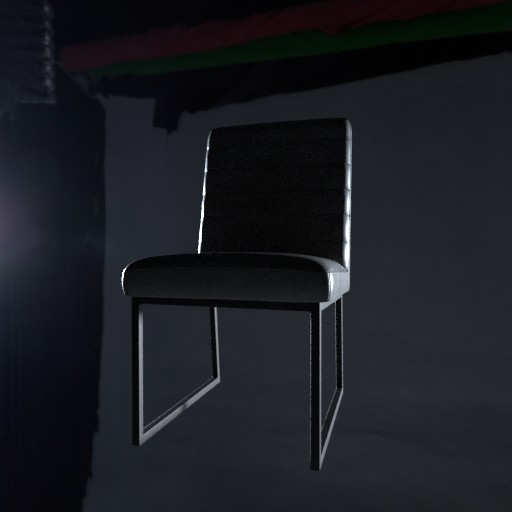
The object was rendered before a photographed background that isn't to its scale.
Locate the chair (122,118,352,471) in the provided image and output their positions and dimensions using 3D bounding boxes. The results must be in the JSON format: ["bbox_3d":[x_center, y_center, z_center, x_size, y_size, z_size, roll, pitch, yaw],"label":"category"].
[{"bbox_3d":[0.000,0.000,1.309,0.520,0.930,0.634,0,1,16],"label":"chair"}]
